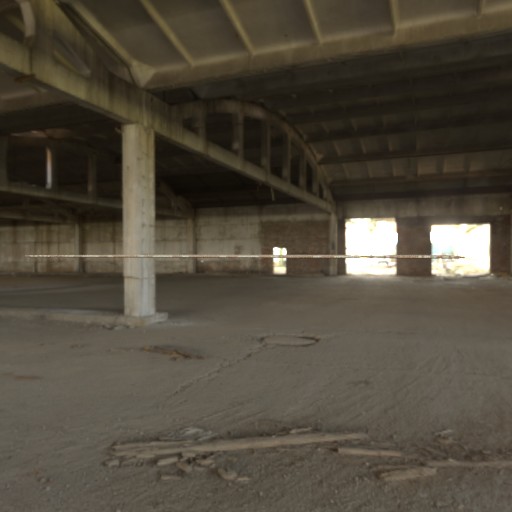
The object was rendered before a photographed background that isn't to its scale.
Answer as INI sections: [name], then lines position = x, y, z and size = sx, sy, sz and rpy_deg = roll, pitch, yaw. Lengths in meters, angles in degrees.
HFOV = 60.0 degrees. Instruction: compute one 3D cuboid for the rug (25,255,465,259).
[rug]
position = 0.000, 0.000, 2.980
size = 2.435, 0.011, 1.526
rpy_deg = 0, 0, 21
